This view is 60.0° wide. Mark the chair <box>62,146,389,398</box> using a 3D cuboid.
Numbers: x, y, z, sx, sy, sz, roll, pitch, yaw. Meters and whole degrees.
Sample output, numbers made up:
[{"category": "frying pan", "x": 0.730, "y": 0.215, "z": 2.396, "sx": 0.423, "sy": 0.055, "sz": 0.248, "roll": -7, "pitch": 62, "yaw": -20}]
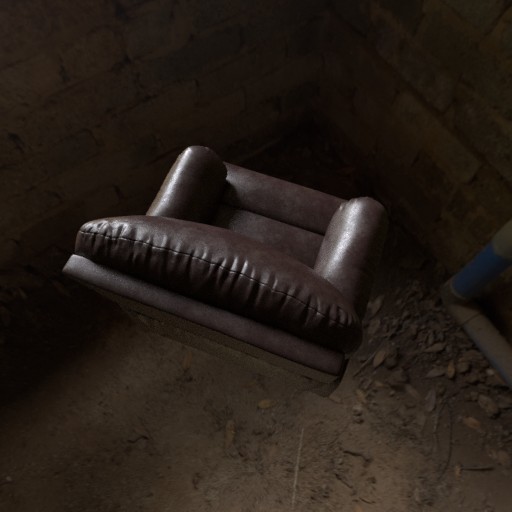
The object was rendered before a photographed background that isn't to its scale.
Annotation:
[{"category": "chair", "x": 0.000, "y": 0.000, "z": 1.705, "sx": 0.940, "sy": 1.041, "sz": 0.879, "roll": 19, "pitch": 66, "yaw": 9}]
